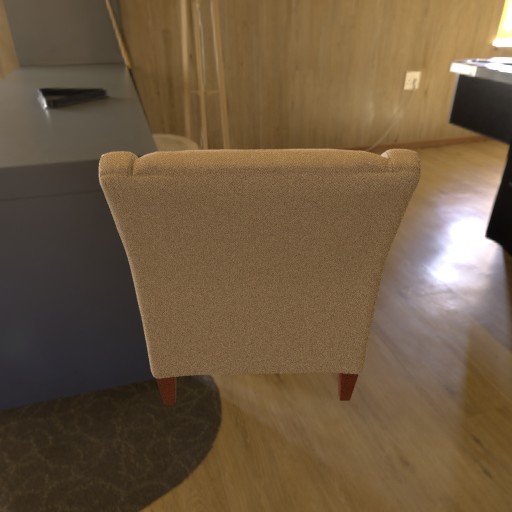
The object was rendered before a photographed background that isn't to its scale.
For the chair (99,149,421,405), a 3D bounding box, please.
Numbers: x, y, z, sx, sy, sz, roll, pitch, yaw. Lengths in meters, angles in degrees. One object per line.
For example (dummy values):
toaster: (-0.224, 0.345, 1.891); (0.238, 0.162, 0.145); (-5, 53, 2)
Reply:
chair: (0.000, 0.000, 1.620); (0.774, 1.014, 0.870); (-1, 31, -1)
